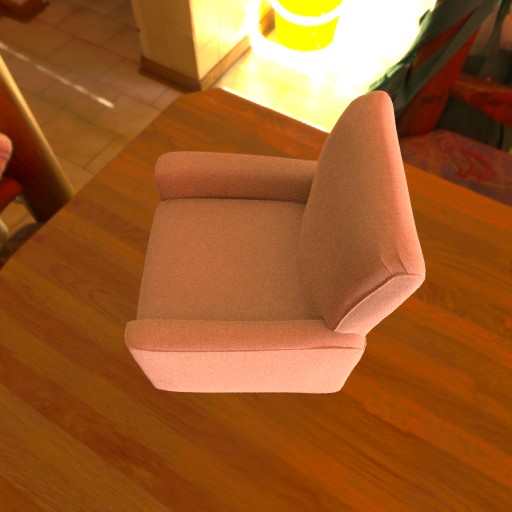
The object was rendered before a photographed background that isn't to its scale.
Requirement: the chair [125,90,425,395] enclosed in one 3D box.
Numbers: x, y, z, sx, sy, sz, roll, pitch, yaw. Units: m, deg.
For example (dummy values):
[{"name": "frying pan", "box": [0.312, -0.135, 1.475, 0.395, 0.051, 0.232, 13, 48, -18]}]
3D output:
[{"name": "chair", "box": [0.000, 0.000, 1.646, 0.859, 1.023, 0.845, 1, 59, 1]}]
